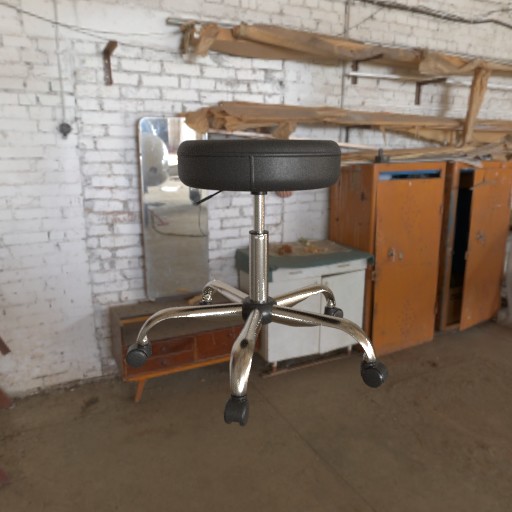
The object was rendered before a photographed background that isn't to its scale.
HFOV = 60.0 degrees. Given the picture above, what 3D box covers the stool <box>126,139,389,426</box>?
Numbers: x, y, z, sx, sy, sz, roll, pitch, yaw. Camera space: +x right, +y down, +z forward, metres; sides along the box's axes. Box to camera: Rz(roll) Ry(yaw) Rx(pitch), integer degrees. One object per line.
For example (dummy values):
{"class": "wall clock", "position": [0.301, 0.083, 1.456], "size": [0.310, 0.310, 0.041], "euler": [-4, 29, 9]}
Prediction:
{"class": "stool", "position": [0.000, 0.000, 1.137], "size": [0.673, 0.576, 0.638], "euler": [2, 14, 8]}
